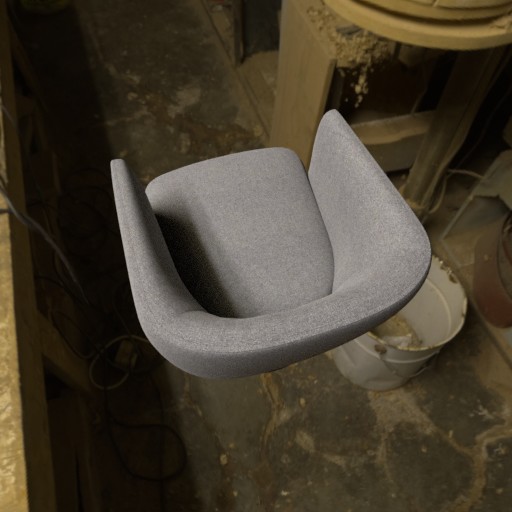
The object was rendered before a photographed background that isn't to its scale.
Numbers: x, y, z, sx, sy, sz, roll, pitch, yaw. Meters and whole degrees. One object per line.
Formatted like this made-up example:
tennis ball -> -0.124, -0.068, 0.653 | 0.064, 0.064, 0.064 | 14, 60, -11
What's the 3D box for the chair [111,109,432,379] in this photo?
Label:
chair -> 0.000, 0.000, 1.590 | 0.822, 0.861, 0.986 | -16, 60, -9
